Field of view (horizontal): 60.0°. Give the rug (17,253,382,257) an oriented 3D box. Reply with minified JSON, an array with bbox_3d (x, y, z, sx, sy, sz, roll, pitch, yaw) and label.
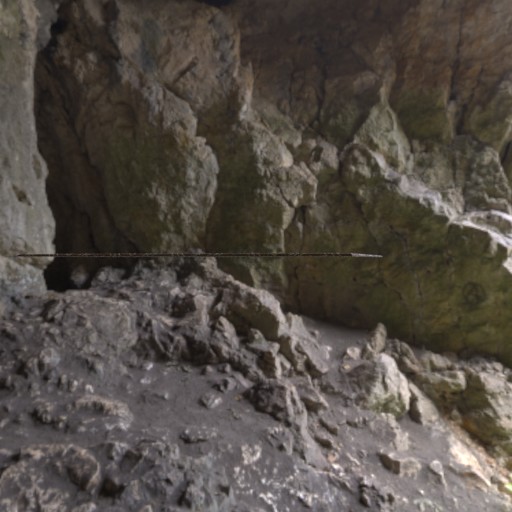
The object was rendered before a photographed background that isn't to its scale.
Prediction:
[{"bbox_3d":[0.000,0.000,2.990,1.541,0.012,2.457,0,0,18],"label":"rug"}]
